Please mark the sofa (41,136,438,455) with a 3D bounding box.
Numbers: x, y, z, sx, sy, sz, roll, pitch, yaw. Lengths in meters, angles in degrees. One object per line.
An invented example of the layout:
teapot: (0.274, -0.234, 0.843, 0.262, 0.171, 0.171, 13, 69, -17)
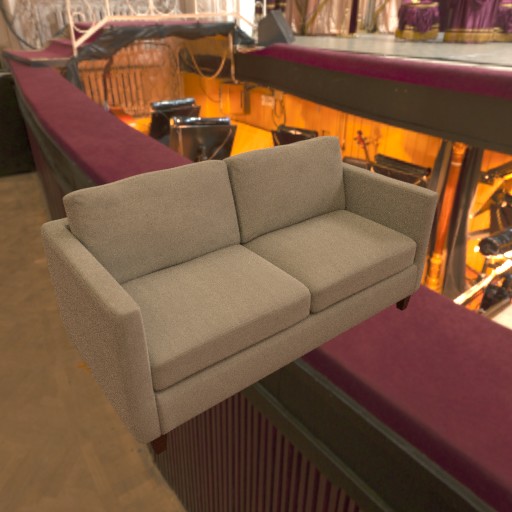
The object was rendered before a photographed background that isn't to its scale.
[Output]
sofa: (0.000, 0.000, 2.380, 1.884, 0.963, 0.950, -20, 35, -32)
